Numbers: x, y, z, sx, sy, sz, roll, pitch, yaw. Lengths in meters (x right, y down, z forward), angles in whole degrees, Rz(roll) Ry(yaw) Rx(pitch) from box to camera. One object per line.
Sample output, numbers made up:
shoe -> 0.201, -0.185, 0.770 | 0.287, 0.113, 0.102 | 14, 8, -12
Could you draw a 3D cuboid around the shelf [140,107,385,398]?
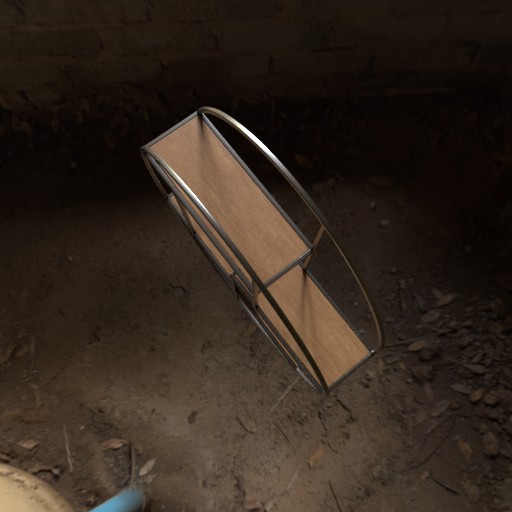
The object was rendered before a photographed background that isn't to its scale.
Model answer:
shelf -> 0.000, 0.000, 1.355 | 0.202, 0.888, 0.888 | -37, 79, -9
